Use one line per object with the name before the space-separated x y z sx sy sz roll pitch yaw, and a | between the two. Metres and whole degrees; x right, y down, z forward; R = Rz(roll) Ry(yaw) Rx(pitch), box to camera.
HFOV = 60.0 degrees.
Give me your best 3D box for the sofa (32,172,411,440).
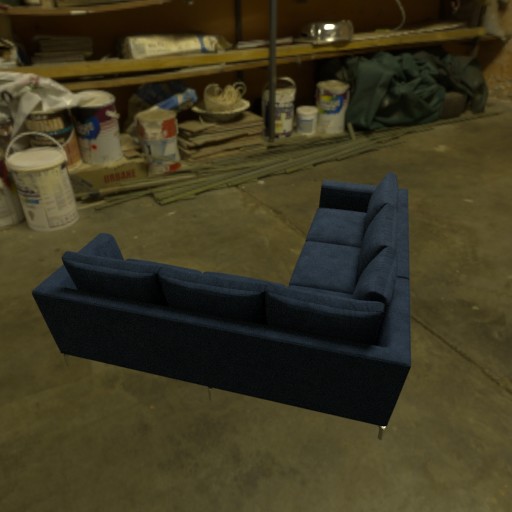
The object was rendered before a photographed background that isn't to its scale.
sofa | 0.000 0.000 3.834 2.463 0.988 2.472 9 33 13
